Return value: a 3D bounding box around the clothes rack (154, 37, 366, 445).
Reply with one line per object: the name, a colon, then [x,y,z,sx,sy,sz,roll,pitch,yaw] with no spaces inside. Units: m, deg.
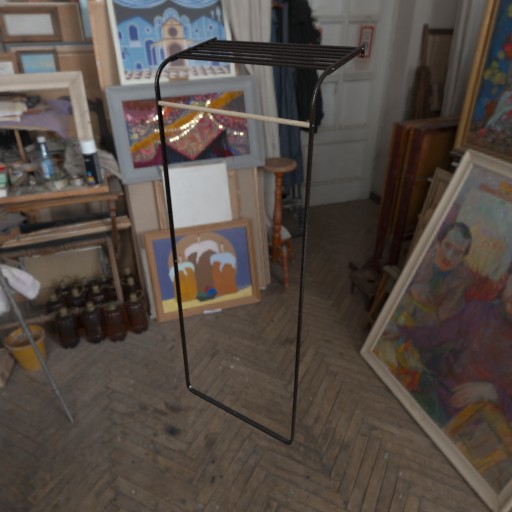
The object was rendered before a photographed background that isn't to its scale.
clothes rack: [0.000,0.000,1.815,0.609,1.574,0.349,18,34,28]
